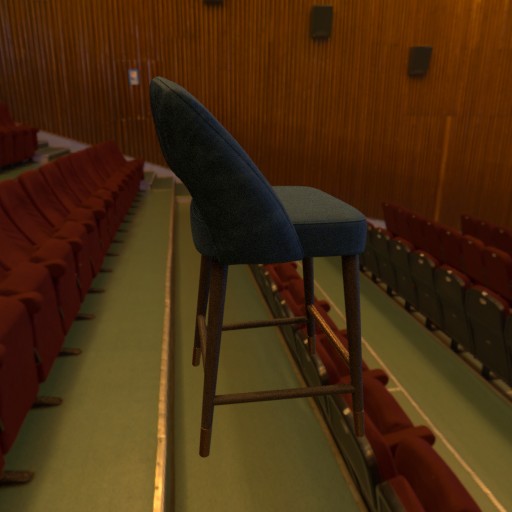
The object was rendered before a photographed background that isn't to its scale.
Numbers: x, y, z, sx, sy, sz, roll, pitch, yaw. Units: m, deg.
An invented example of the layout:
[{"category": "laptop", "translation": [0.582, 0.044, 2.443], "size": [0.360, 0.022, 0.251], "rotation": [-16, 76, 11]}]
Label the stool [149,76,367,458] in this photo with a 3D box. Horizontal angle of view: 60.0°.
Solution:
[{"category": "stool", "translation": [0.000, 0.000, 1.243], "size": [0.524, 0.925, 0.536], "rotation": [-3, 18, -10]}]
